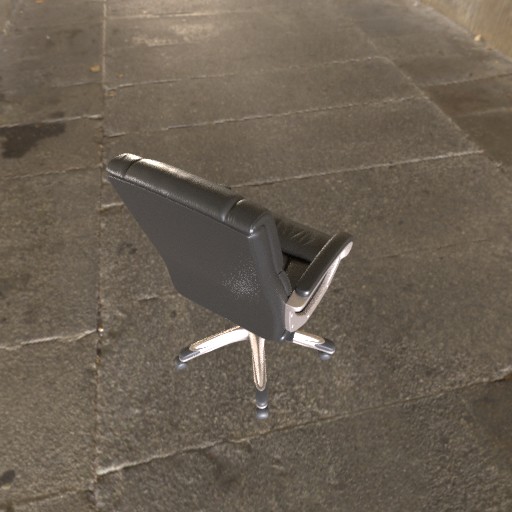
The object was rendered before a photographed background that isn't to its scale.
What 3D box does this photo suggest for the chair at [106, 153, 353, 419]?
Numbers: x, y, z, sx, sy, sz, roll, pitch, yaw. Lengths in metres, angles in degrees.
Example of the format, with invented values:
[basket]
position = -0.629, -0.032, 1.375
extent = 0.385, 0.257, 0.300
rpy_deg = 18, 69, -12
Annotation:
[chair]
position = 0.000, 0.000, 1.689
extent = 0.700, 1.145, 0.780
rpy_deg = 24, 51, 22
